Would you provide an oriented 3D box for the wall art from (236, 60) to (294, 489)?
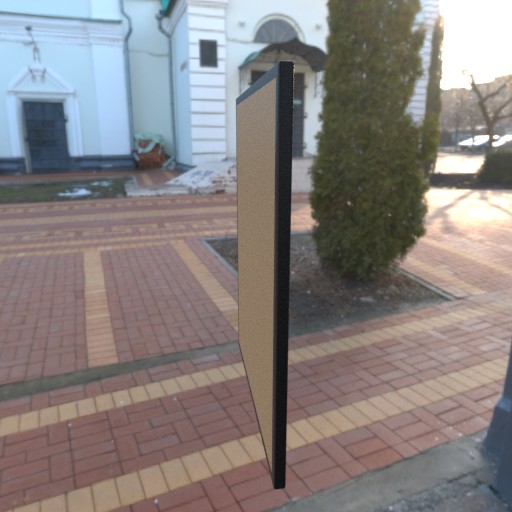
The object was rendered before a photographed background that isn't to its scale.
[{"bbox_3d":[0.000,0.000,0.806,0.018,0.582,0.481,-2,15,-8],"label":"wall art"}]
